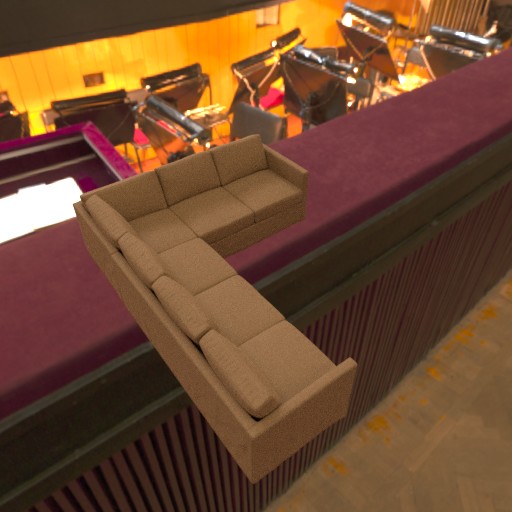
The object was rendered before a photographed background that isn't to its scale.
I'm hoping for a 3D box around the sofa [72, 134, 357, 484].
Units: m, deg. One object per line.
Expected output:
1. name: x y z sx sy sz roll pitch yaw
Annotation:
1. sofa: 0.000 0.000 4.348 2.432 0.871 3.182 -26 47 -27
